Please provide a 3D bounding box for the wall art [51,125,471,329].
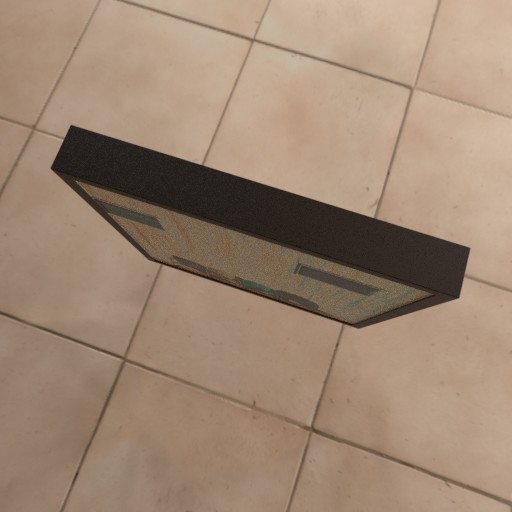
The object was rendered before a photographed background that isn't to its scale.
[{"bbox_3d":[0.000,0.000,0.464,0.304,0.304,0.038,18,77,4],"label":"wall art"}]
